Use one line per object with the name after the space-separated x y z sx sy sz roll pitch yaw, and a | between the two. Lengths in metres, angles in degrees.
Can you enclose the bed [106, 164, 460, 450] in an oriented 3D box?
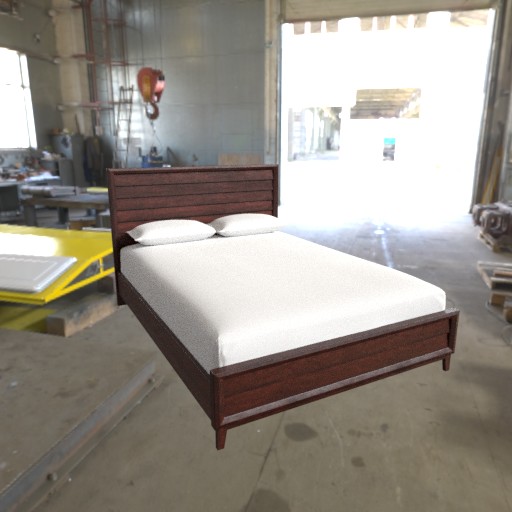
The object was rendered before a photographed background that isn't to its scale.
0.000 0.000 4.056 2.040 1.492 2.803 -8 16 -27 | bed
